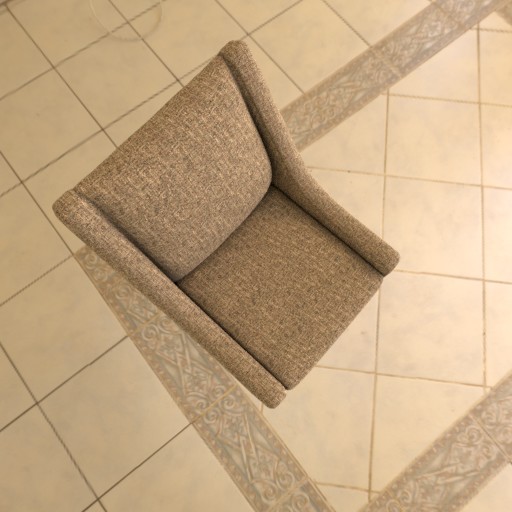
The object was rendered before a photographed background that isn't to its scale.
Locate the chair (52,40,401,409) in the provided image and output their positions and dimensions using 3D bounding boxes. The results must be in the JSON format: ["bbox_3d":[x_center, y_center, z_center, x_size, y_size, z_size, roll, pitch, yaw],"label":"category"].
[{"bbox_3d":[0.000,0.000,1.673,0.870,1.014,0.774,41,79,10],"label":"chair"}]
